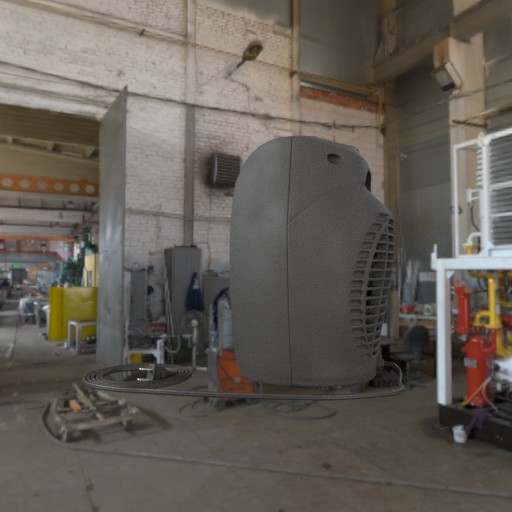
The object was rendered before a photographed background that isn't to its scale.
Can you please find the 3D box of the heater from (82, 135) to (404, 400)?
[{"bbox_3d":[0.000,0.000,0.465,0.291,0.240,0.239,-1,-2,18],"label":"heater"}]
